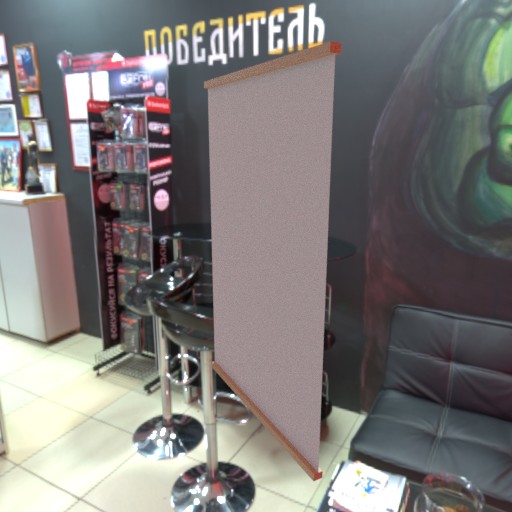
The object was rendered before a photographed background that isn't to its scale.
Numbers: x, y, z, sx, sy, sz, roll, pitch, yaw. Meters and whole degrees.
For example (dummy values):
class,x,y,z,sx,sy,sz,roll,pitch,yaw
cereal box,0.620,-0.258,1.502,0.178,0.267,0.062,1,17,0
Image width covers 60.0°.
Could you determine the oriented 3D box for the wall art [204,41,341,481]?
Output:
class,x,y,z,sx,sy,sz,roll,pitch,yaw
wall art,0.000,0.000,1.903,0.040,1.510,0.991,-7,16,-27
